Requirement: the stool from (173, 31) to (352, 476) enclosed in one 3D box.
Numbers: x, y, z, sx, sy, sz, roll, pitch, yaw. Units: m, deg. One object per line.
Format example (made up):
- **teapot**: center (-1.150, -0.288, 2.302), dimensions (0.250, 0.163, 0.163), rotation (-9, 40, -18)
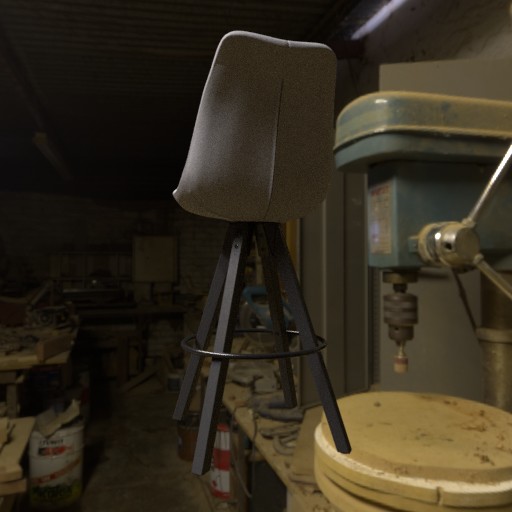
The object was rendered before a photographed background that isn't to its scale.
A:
- **stool**: center (0.000, 0.000, 1.369), dimensions (0.485, 1.115, 0.550), rotation (0, 0, -17)
